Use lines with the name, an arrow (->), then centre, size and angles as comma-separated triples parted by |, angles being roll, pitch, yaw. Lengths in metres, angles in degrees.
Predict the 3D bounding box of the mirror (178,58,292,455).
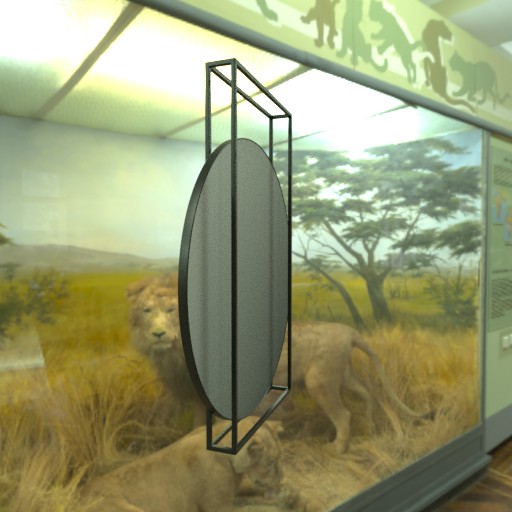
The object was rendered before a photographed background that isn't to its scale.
mirror -> 0.000, 0.000, 0.828 | 0.051, 0.603, 0.508 | 1, 2, 20
